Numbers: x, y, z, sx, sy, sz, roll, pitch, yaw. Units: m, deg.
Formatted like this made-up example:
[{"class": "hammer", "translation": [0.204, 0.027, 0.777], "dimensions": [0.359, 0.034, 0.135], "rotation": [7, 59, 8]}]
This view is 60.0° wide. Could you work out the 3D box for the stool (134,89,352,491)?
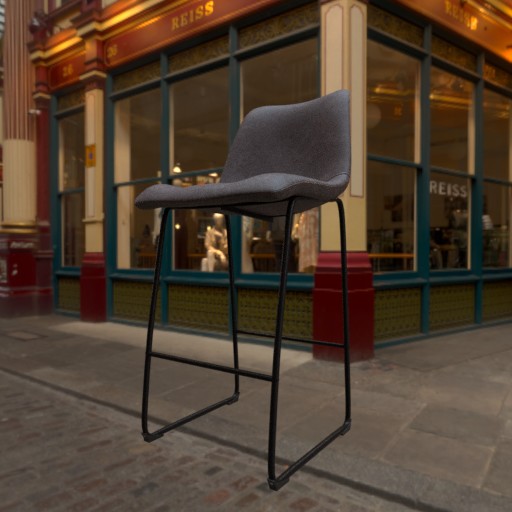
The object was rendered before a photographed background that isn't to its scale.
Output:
[{"class": "stool", "translation": [0.000, 0.000, 1.349], "dimensions": [0.514, 1.082, 0.561], "rotation": [1, 2, 35]}]
